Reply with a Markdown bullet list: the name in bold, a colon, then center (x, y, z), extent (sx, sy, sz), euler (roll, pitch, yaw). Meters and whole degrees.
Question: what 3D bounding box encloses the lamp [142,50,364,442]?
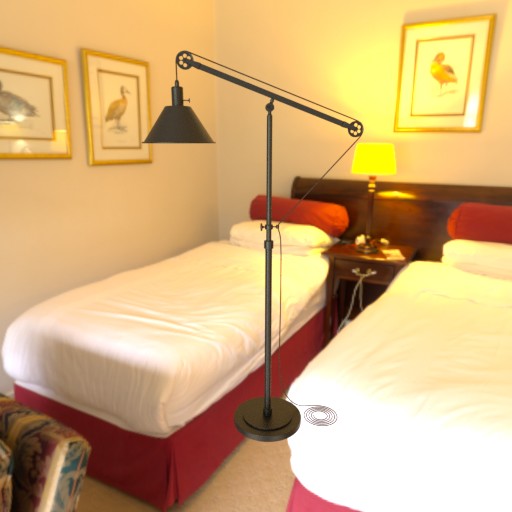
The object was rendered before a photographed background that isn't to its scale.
- **lamp**: center (0.000, 0.000, 1.915), extent (0.904, 1.626, 0.319), euler (-2, 14, -7)
